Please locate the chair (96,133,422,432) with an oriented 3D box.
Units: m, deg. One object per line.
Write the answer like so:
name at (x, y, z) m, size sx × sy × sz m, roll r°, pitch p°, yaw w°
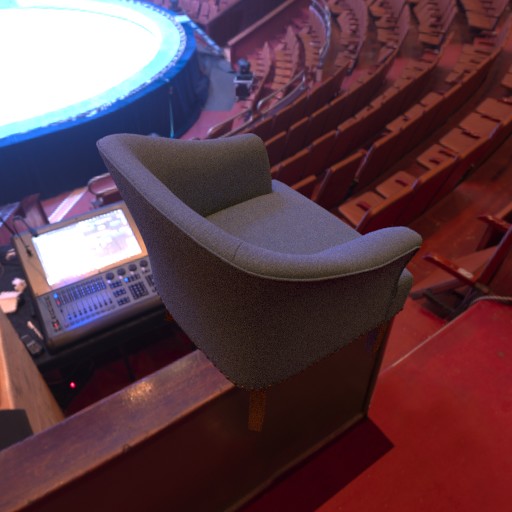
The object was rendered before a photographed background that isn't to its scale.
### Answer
chair at (0.000, 0.000, 1.401) m, size 0.704 × 0.815 × 0.798 m, roll -26°, pitch 47°, yaw -26°
